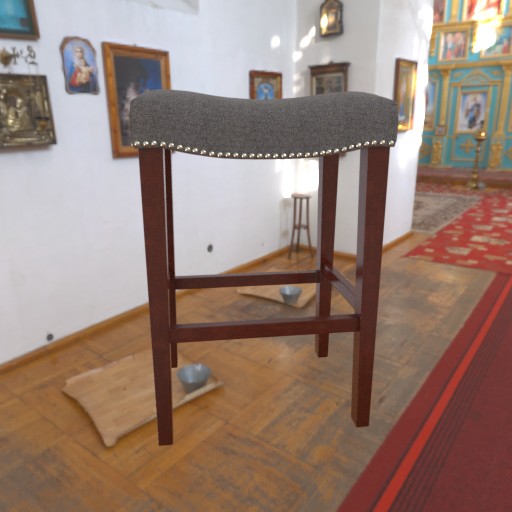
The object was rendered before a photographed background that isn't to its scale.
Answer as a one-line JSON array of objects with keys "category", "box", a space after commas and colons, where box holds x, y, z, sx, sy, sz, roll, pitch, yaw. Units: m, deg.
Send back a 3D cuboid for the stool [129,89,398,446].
[{"category": "stool", "box": [0.000, 0.000, 1.066, 0.504, 0.742, 0.372, -2, 16, -8]}]
